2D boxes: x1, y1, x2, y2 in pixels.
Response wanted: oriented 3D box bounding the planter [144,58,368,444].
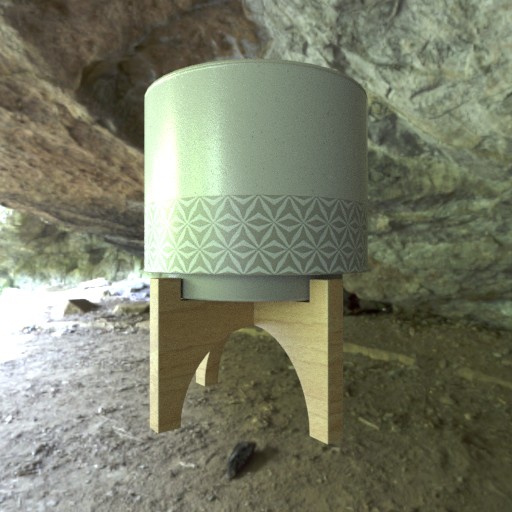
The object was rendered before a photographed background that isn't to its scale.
[{"bbox_3d":[0.000,0.000,0.385,0.188,0.260,0.188,0,0,0],"label":"planter"}]
